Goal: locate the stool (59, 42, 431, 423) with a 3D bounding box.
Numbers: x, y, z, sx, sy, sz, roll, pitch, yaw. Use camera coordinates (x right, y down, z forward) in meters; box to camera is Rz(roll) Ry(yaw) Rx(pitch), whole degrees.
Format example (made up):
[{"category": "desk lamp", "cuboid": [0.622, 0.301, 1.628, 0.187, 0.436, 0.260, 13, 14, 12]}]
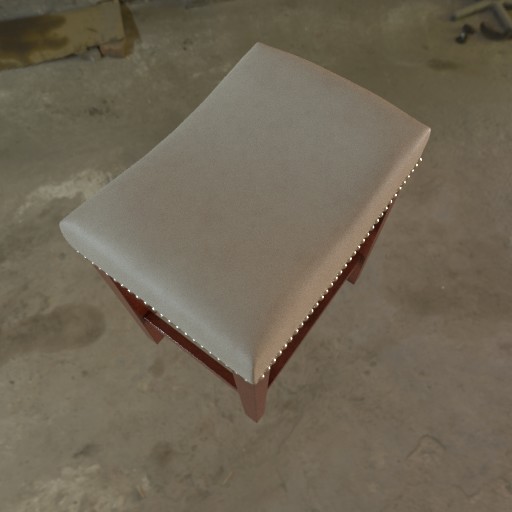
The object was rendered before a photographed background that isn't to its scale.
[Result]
[{"category": "stool", "cuboid": [0.000, 0.000, 0.947, 0.375, 0.632, 0.509, 34, 68, 16]}]
